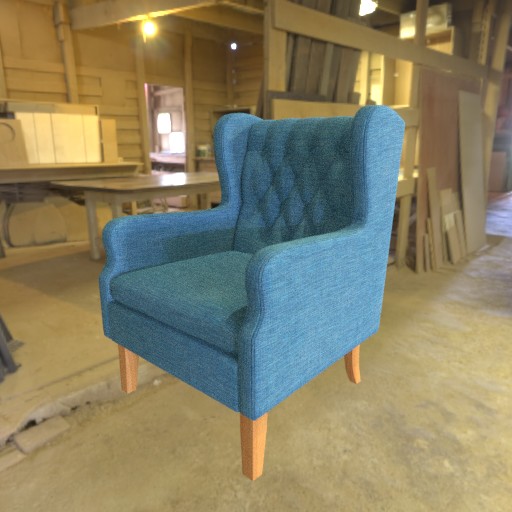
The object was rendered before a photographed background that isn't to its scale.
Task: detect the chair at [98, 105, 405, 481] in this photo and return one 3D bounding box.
[{"bbox_3d":[0.000,0.000,1.482,0.711,0.952,0.775,13,20,41],"label":"chair"}]
